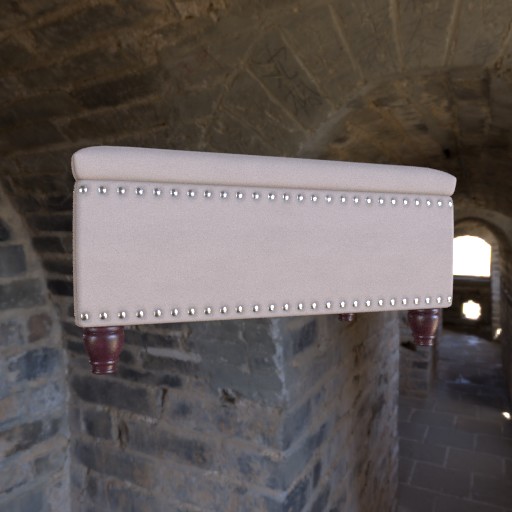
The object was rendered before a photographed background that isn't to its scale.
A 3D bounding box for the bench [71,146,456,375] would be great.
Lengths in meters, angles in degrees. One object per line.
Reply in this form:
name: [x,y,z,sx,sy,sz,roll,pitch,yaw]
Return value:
bench: [0.000,0.000,1.193,0.887,0.449,0.500,0,1,-19]
